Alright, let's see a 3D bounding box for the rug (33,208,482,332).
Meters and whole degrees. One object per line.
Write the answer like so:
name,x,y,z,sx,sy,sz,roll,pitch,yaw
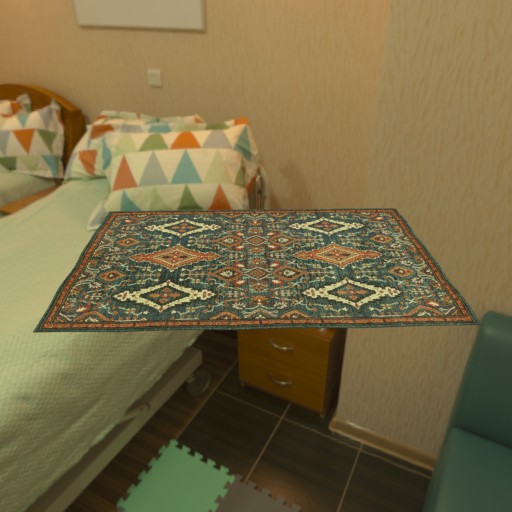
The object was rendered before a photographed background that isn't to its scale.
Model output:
rug,0.000,0.000,4.225,3.371,0.008,2.190,-1,30,-1
